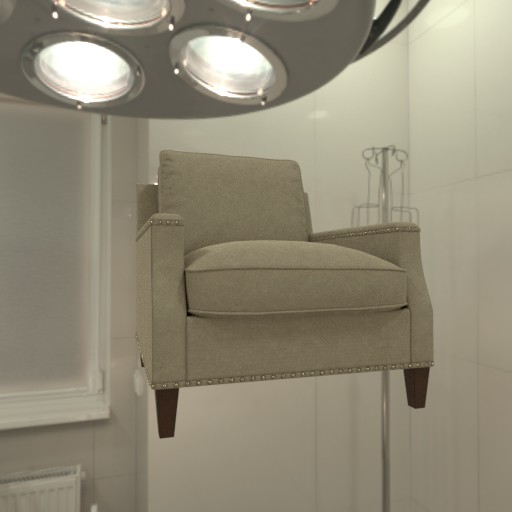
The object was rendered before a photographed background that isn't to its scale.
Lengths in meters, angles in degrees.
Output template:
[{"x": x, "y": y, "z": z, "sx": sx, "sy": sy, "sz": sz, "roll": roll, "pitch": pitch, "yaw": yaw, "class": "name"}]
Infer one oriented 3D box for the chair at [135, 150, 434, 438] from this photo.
[{"x": 0.000, "y": 0.000, "z": 1.683, "sx": 0.853, "sy": 0.943, "sz": 1.014, "roll": 0, "pitch": -1, "yaw": -18, "class": "chair"}]
